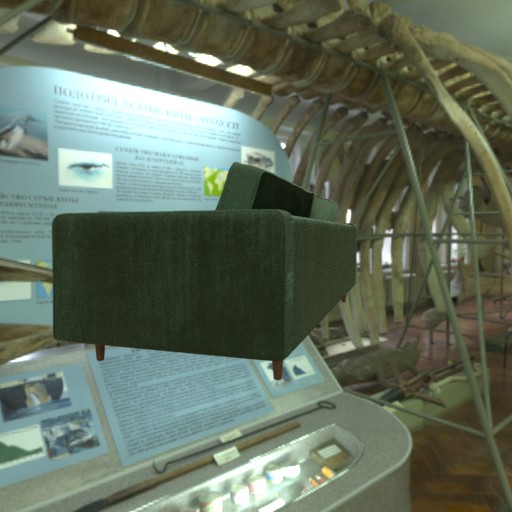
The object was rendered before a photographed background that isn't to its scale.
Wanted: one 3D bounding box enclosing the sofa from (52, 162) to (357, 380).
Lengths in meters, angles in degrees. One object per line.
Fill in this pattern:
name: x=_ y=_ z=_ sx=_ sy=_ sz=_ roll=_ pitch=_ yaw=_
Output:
sofa: x=0.000 y=0.000 z=2.532 sx=0.918 sy=0.769 sz=2.199 roll=1 pitch=3 yaw=18
